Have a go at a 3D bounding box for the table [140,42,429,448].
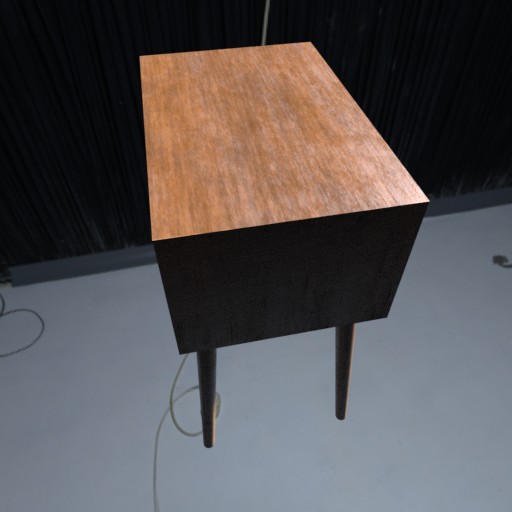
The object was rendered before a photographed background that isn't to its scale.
[{"bbox_3d":[0.000,0.000,0.829,0.307,0.580,0.454,-9,47,-8],"label":"table"}]
